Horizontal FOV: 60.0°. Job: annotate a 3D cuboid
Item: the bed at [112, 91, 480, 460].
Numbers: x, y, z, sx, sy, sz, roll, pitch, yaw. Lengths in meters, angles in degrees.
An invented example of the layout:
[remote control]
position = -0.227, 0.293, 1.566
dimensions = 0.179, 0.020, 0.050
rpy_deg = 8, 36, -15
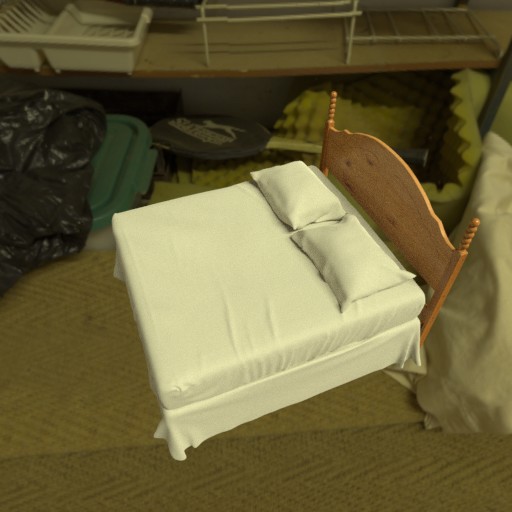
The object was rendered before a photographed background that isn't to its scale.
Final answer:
[bed]
position = 0.000, 0.000, 3.171
dimensions = 2.040, 1.356, 1.873
rpy_deg = -17, 49, -15
